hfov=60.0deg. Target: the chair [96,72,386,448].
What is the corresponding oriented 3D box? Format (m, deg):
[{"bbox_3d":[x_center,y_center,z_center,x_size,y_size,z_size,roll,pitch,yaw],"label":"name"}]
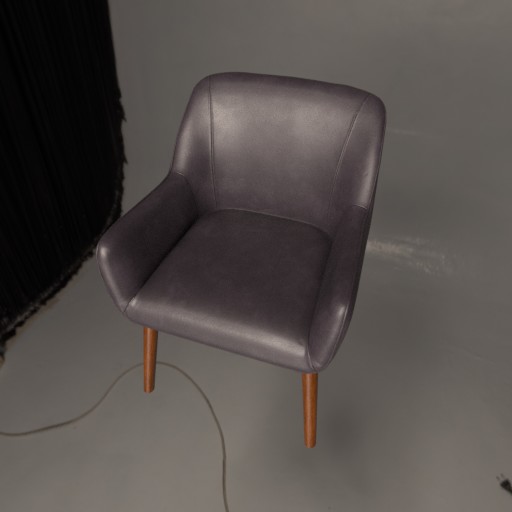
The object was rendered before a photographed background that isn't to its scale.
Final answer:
[{"bbox_3d":[0.000,0.000,1.268,0.610,0.828,0.610,13,42,15],"label":"chair"}]
